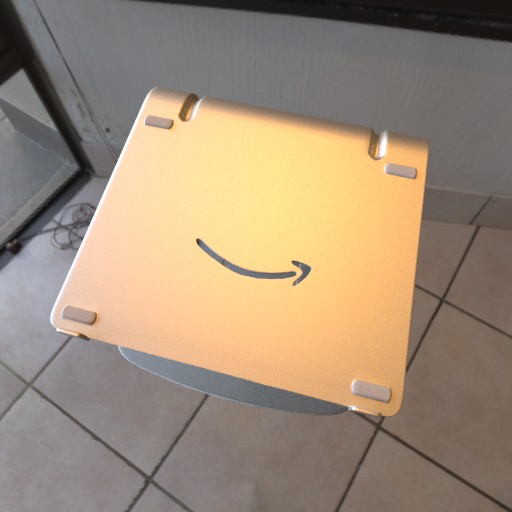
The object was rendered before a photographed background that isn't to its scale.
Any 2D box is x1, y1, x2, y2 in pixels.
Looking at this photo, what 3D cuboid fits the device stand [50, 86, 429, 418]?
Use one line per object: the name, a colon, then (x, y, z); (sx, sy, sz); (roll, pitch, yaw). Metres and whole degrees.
device stand: (0.000, 0.000, 0.394); (0.256, 0.155, 0.236); (13, 64, 7)
